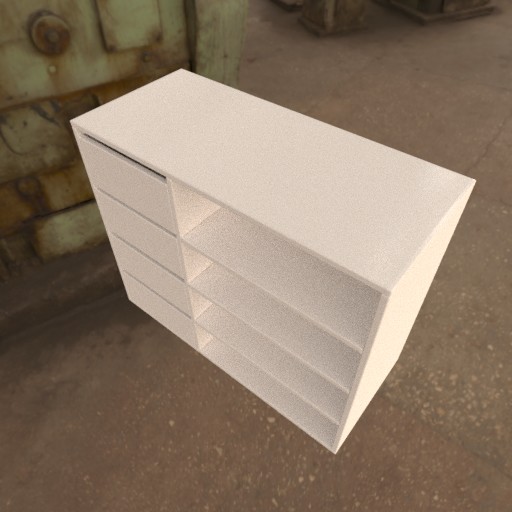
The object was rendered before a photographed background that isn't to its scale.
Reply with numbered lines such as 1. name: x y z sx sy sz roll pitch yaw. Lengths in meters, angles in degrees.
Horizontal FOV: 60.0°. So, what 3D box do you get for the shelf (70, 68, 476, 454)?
1. shelf: 0.000 0.000 1.300 0.895 0.732 0.396 30 53 26
